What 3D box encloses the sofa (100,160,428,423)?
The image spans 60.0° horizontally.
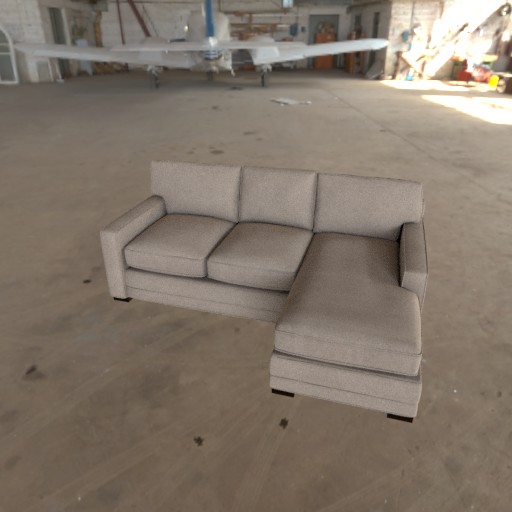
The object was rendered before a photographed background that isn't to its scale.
[{"bbox_3d":[0.000,0.000,2.891,2.087,0.861,1.496,8,28,15],"label":"sofa"}]
